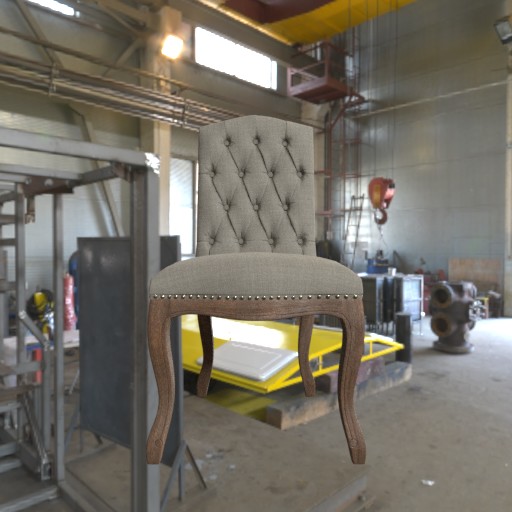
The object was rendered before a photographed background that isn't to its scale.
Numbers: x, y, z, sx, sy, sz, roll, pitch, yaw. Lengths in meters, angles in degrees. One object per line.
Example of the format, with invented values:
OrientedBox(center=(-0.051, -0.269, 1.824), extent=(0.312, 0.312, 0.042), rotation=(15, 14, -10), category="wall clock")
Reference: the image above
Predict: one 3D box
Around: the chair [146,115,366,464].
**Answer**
OrientedBox(center=(0.000, 0.000, 1.601), extent=(0.637, 1.191, 0.731), rotation=(0, 1, 0), category="chair")
